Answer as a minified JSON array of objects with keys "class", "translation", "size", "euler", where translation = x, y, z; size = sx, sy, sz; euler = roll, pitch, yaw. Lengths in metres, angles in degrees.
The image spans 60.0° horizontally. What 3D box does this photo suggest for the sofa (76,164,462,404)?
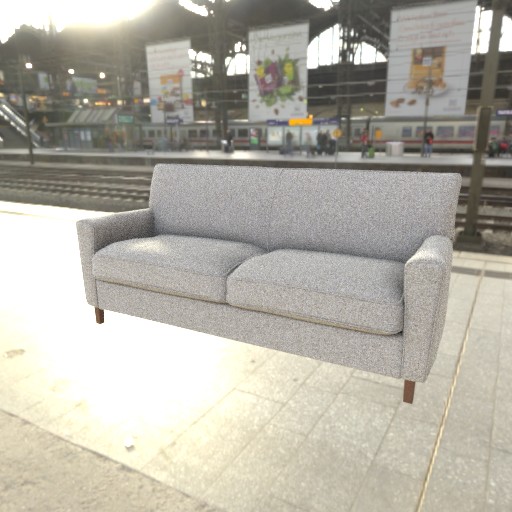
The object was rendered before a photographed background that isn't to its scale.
[{"class":"sofa","translation":[0.000,0.000,2.509],"size":[2.026,0.942,0.854],"euler":[8,17,26]}]
